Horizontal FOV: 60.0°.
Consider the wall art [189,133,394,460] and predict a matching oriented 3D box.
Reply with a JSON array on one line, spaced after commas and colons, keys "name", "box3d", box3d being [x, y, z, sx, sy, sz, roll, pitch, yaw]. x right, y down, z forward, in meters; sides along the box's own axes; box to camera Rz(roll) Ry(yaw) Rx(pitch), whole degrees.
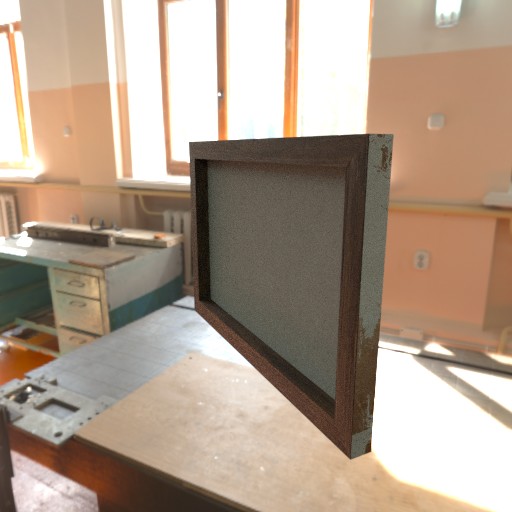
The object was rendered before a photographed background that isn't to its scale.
[{"name": "wall art", "box3d": [0.000, 0.000, 0.795, 0.035, 0.405, 0.609, -7, 15, -26]}]
